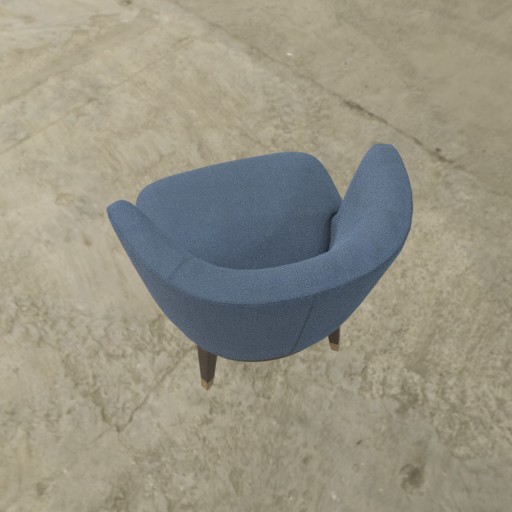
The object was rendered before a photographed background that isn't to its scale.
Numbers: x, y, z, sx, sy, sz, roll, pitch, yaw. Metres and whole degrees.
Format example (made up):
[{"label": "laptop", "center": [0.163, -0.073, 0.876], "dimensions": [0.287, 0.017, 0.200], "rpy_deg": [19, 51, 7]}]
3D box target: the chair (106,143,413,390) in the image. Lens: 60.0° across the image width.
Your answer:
[{"label": "chair", "center": [0.000, 0.000, 1.258], "dimensions": [0.661, 0.760, 0.702], "rpy_deg": [-14, 57, -9]}]
